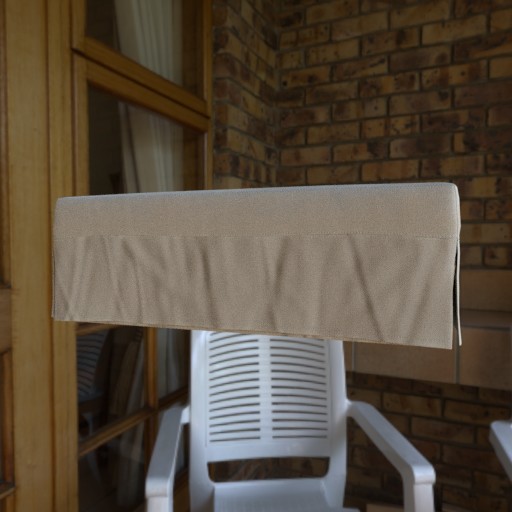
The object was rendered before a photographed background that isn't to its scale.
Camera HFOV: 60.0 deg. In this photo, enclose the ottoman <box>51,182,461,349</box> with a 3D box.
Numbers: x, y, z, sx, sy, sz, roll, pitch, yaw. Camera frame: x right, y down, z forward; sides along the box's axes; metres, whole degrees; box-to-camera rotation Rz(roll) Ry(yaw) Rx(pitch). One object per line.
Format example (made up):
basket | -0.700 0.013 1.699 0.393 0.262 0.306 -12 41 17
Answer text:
ottoman | 0.000 0.000 1.679 1.388 0.457 0.665 1 2 19
